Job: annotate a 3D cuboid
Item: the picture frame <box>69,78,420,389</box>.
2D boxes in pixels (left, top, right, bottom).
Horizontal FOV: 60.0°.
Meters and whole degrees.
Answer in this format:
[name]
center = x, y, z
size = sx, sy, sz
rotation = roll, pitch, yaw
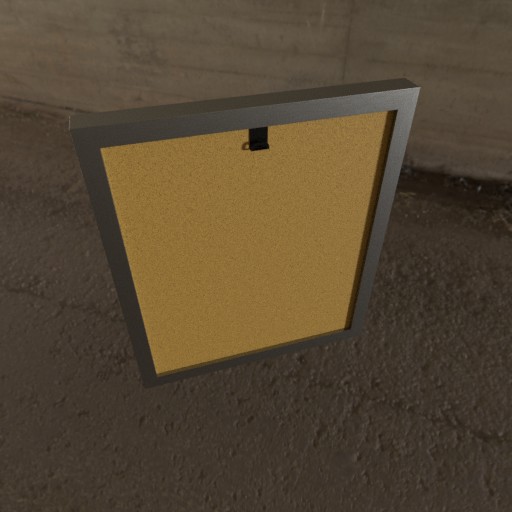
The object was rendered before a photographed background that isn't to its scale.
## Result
[picture frame]
center = 0.000, 0.000, 1.361
size = 0.839, 0.968, 0.073
rotation = -11, 42, -13
